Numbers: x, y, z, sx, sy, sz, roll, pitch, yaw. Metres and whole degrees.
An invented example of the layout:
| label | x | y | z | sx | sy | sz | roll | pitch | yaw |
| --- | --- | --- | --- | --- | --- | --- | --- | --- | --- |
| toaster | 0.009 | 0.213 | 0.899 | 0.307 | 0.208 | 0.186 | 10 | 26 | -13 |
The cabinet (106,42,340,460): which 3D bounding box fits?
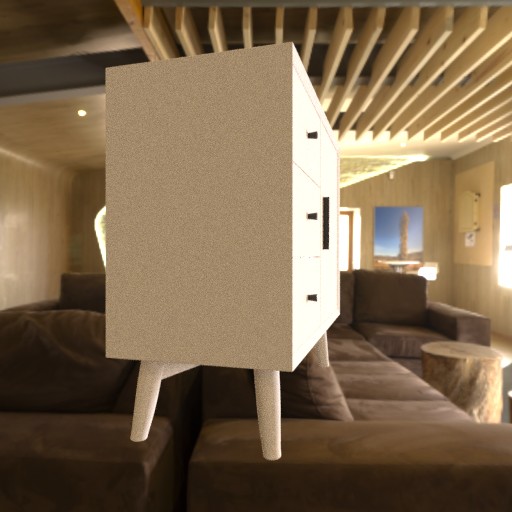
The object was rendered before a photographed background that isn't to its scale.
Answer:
| label | x | y | z | sx | sy | sz | roll | pitch | yaw |
| --- | --- | --- | --- | --- | --- | --- | --- | --- | --- |
| cabinet | 0.000 | 0.000 | 1.222 | 0.398 | 0.761 | 0.800 | 0 | 0 | 17 |
